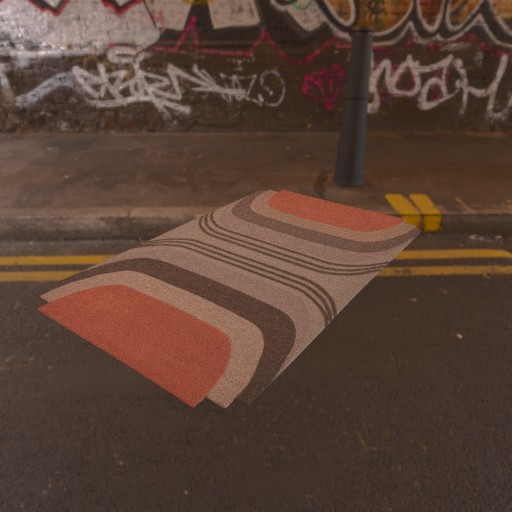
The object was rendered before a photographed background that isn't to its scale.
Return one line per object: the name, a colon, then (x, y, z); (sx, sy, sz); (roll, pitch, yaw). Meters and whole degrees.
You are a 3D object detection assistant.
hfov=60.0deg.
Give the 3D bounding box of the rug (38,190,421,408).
rug: (0.000, 0.000, 3.001); (1.530, 0.017, 2.446); (19, 33, 32)
